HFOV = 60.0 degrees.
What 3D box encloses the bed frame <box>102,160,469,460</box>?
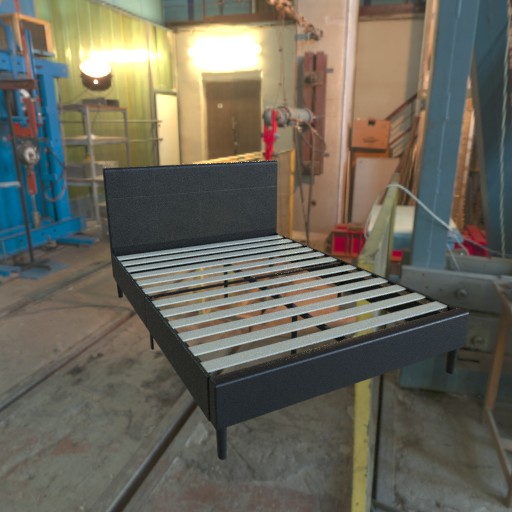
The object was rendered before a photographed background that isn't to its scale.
[{"bbox_3d":[0.000,0.000,3.190,1.634,1.127,2.318,-9,19,-27],"label":"bed frame"}]
